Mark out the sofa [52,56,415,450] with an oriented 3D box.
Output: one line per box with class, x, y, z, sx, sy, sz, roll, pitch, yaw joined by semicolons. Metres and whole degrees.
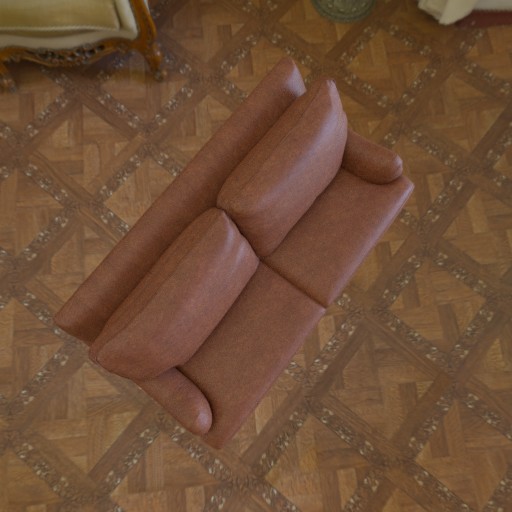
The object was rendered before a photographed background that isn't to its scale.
sofa;0.000;0.000;2.844;1.147;1.071;2.144;37;79;9
